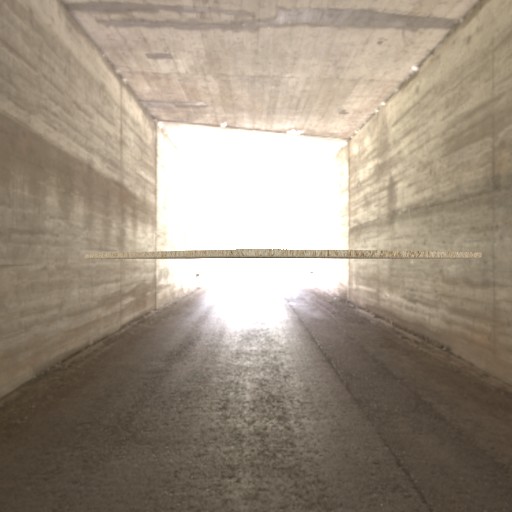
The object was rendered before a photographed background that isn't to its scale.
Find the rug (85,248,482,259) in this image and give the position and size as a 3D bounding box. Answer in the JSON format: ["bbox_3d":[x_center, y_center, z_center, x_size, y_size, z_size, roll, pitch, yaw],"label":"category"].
[{"bbox_3d":[0.000,0.000,2.155,1.199,0.025,1.600,0,-1,-36],"label":"rug"}]
